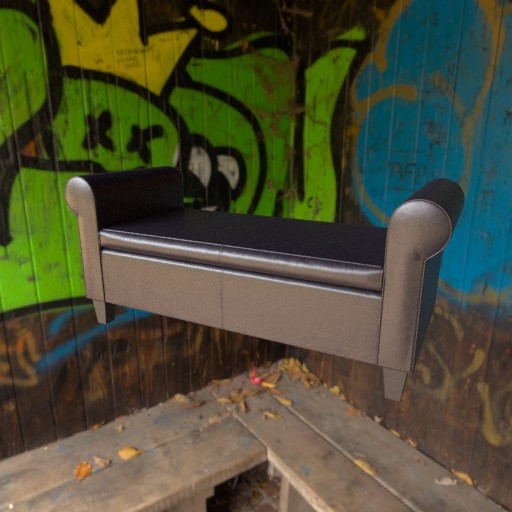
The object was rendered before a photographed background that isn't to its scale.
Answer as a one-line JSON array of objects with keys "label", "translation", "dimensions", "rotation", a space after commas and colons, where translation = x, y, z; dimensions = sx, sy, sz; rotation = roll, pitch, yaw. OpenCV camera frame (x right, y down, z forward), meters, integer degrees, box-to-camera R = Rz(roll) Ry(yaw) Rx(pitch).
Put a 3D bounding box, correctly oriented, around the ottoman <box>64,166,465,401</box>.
[{"label": "ottoman", "translation": [0.000, 0.000, 1.547], "dimensions": [1.256, 0.547, 0.521], "rotation": [8, 18, 26]}]
